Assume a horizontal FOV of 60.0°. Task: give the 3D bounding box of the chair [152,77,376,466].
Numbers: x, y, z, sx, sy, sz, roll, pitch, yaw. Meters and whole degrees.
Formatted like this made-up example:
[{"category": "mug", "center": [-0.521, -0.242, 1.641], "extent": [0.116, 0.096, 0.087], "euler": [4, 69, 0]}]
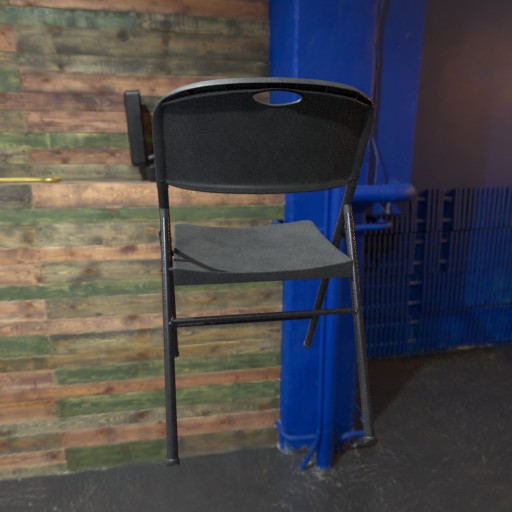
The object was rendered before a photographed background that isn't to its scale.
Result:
[{"category": "chair", "center": [0.000, 0.000, 1.174], "extent": [0.494, 0.810, 0.566], "euler": [-2, 14, -9]}]
